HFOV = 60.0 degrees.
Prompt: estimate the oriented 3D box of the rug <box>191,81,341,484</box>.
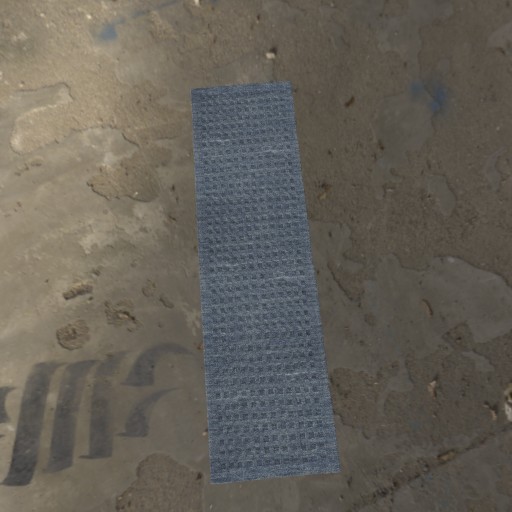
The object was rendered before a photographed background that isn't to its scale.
[{"bbox_3d":[0.000,0.000,2.674,0.688,0.008,2.443,-5,74,-1],"label":"rug"}]
